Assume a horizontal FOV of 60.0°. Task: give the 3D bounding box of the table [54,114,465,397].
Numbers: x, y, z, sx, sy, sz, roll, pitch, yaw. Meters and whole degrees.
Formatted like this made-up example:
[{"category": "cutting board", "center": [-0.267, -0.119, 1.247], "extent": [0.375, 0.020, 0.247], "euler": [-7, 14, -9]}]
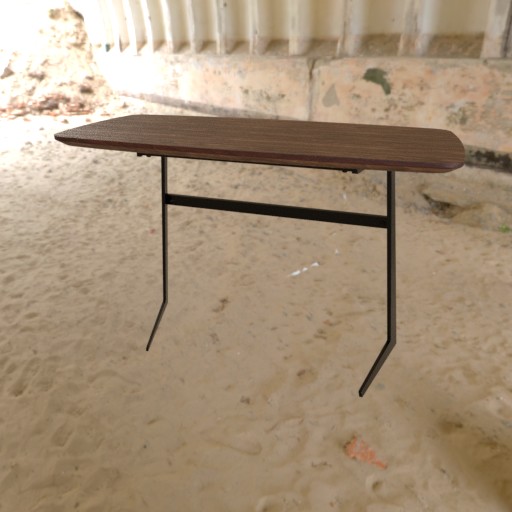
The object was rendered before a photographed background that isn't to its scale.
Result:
[{"category": "table", "center": [0.000, 0.000, 1.055], "extent": [0.804, 0.576, 0.361], "euler": [8, 27, 16]}]
